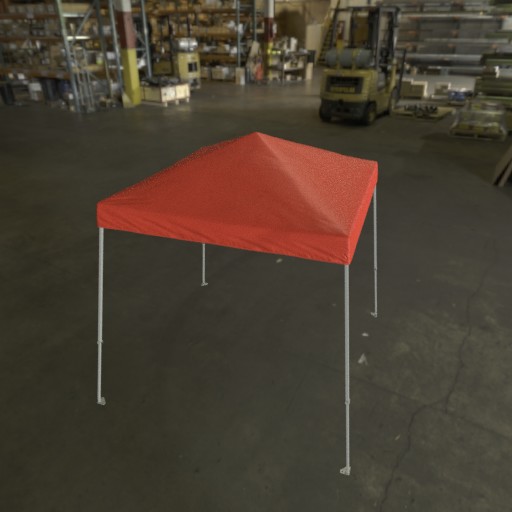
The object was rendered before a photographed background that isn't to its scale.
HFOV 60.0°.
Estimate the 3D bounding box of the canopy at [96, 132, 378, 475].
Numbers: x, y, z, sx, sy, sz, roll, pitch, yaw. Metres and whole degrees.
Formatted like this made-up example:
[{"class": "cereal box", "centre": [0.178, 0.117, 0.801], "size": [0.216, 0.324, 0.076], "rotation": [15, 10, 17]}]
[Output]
[{"class": "canopy", "centre": [0.000, 0.000, 5.189], "size": [2.850, 2.850, 2.849], "rotation": [9, 28, 17]}]
